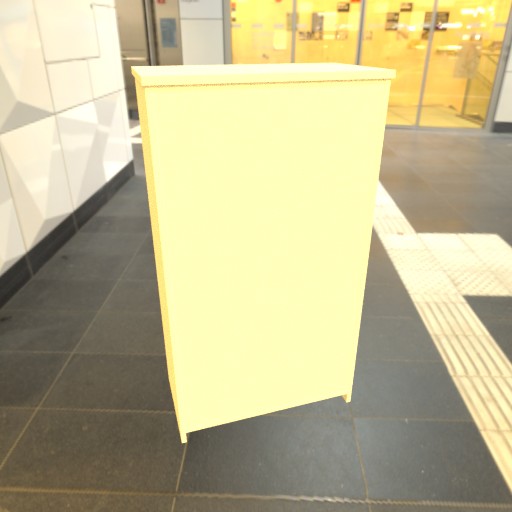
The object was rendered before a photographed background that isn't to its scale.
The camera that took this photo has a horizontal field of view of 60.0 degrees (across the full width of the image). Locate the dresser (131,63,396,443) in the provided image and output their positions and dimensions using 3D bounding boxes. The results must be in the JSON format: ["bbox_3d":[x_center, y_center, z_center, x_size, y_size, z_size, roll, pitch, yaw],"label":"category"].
[{"bbox_3d":[0.000,0.000,1.605,0.704,1.255,0.399,-8,28,-16],"label":"dresser"}]
